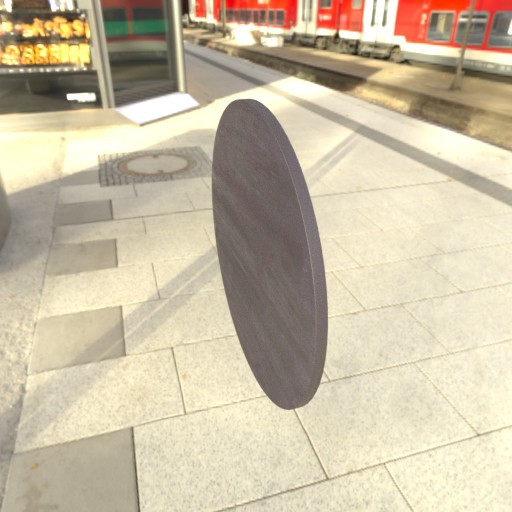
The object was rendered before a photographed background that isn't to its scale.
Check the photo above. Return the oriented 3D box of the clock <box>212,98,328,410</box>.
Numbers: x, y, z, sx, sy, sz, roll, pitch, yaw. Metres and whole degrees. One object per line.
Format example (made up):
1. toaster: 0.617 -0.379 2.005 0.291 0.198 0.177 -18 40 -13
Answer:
1. clock: 0.000 0.000 0.888 0.029 0.595 0.595 -10 31 -17
